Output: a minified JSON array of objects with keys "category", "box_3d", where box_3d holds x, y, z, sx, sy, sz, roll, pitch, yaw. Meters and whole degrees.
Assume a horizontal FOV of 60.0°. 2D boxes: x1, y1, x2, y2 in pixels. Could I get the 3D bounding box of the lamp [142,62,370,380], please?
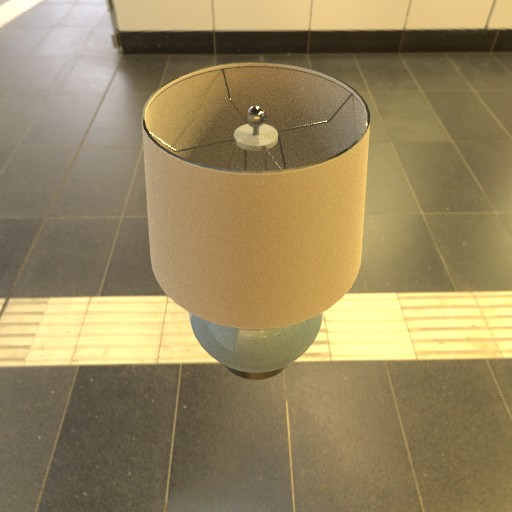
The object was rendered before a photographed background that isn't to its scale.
[{"category":"lamp","box_3d":[0.000,0.000,0.541,0.247,0.387,0.247,0,46,0]}]
